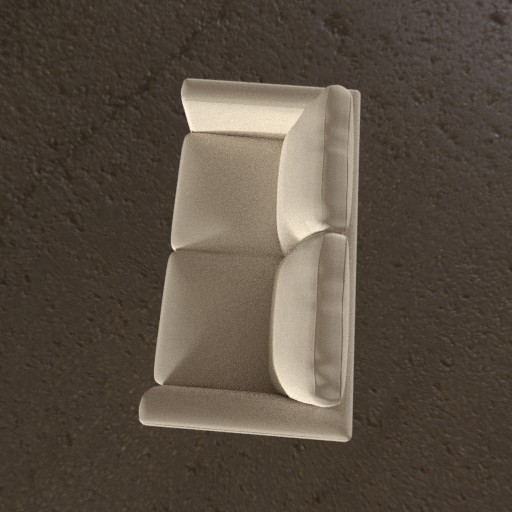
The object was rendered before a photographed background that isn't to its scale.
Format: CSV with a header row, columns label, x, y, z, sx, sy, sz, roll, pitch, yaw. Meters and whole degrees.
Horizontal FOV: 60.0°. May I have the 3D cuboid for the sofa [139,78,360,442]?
label,x,y,z,sx,sy,sz,roll,pitch,yaw
sofa,0.000,0.000,1.975,0.796,0.908,1.430,4,76,1
